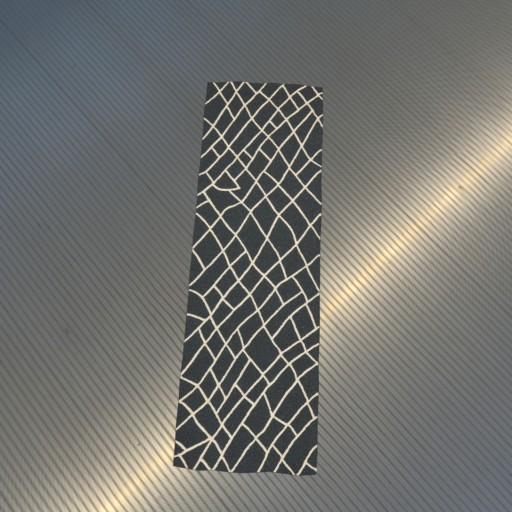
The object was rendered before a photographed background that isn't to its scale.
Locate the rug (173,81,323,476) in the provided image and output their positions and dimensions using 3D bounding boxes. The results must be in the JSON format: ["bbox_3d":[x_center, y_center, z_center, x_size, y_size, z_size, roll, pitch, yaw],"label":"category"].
[{"bbox_3d":[0.000,0.000,2.749,0.807,0.010,2.476,3,76,1],"label":"rug"}]
